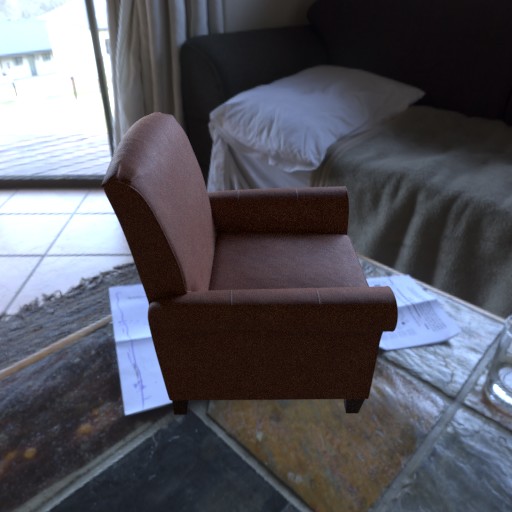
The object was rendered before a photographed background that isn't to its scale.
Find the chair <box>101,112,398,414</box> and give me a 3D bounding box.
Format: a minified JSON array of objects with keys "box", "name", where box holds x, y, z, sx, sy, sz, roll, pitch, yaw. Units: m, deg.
[{"box":[0.000,0.000,1.808,0.902,1.061,0.978,0,32,0],"name":"chair"}]
